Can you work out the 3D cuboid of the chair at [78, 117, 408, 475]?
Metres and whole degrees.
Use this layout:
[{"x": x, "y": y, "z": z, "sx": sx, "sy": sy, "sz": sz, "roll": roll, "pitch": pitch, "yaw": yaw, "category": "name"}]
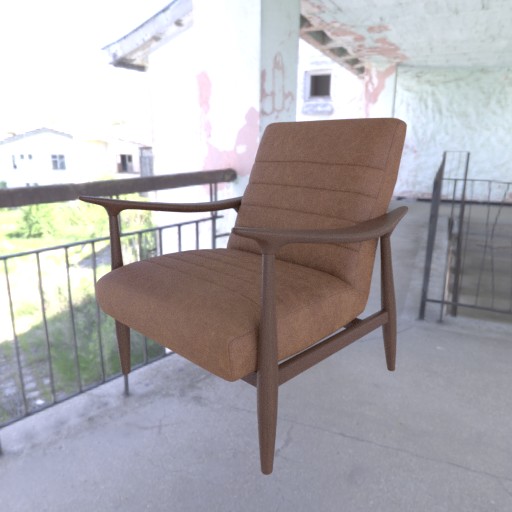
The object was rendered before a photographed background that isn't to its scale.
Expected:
[{"x": 0.000, "y": 0.000, "z": 1.381, "sx": 0.741, "sy": 0.832, "sz": 0.798, "roll": 14, "pitch": 21, "yaw": 43, "category": "chair"}]
